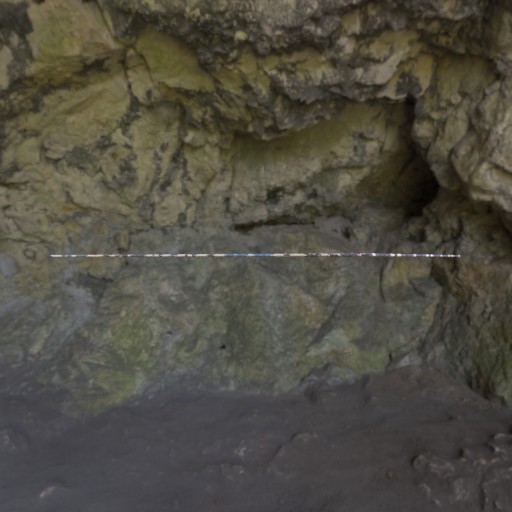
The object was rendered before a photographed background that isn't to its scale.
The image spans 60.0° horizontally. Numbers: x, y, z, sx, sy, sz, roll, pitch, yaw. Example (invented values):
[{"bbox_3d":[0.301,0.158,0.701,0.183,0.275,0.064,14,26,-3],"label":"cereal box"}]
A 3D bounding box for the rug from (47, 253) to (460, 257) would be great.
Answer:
[{"bbox_3d":[0.000,0.000,3.007,2.261,0.013,1.676,0,0,35],"label":"rug"}]
